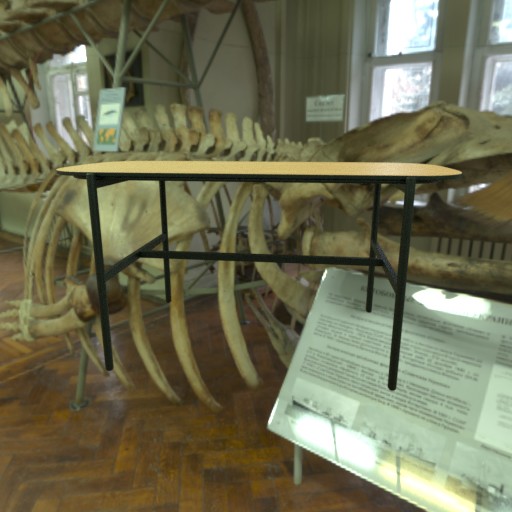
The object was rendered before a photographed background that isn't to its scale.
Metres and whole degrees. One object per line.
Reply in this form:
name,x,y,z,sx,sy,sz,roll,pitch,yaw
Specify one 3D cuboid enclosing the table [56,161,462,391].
table,0.000,0.000,1.009,0.800,0.400,0.400,2,15,7
